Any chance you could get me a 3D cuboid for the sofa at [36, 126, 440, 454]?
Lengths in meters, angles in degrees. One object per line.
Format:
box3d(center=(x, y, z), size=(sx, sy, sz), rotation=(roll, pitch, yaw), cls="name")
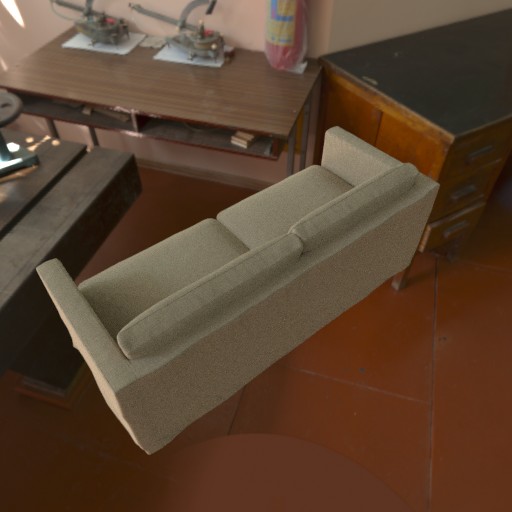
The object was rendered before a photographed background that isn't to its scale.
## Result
box3d(center=(0.000, 0.000, 2.767), size=(2.296, 0.847, 0.956), rotation=(-30, 54, -26), cls="sofa")
